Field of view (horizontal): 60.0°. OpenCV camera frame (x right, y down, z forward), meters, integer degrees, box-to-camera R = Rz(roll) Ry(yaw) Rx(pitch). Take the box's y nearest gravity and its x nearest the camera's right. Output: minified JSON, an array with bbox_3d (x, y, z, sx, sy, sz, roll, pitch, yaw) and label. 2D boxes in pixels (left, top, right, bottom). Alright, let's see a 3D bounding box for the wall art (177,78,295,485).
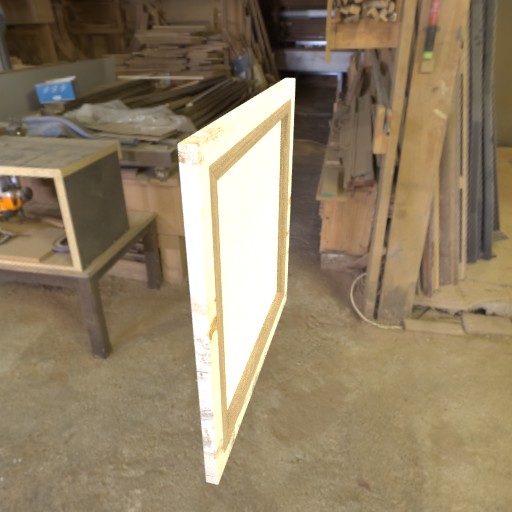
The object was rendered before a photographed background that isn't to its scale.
[{"bbox_3d":[0.000,0.000,1.513,0.040,1.018,1.015,7,30,13],"label":"wall art"}]
